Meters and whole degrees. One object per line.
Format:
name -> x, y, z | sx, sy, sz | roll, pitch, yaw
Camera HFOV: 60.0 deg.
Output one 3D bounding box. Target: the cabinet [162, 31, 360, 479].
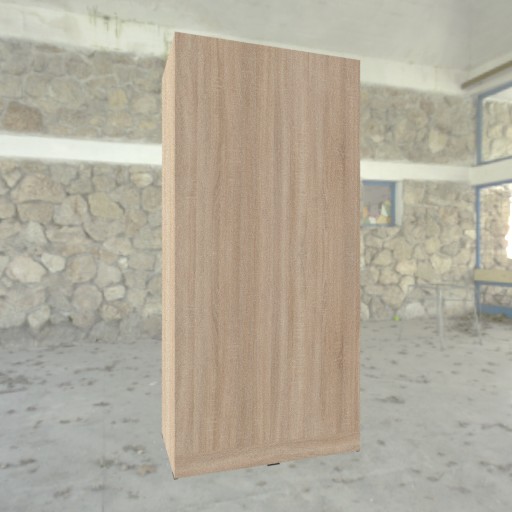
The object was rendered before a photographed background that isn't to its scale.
cabinet -> 0.000, 0.000, 2.527 | 1.001, 2.121, 0.590 | 0, 0, -18
